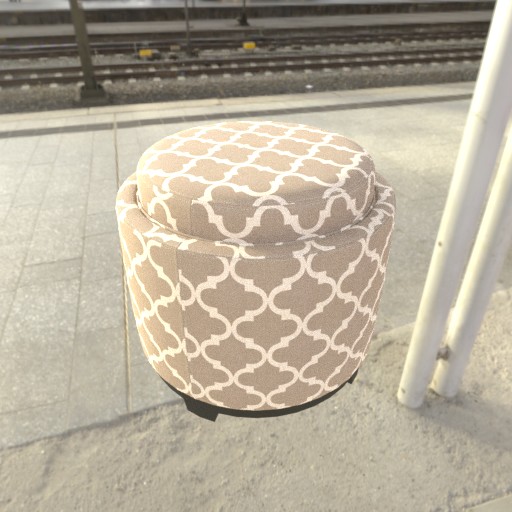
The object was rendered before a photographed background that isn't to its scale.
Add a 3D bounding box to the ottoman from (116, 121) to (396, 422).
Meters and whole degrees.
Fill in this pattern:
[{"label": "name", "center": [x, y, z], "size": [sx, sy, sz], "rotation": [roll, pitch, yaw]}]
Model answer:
[{"label": "ottoman", "center": [0.000, 0.000, 0.846], "size": [0.480, 0.429, 0.480], "rotation": [0, 32, 0]}]
